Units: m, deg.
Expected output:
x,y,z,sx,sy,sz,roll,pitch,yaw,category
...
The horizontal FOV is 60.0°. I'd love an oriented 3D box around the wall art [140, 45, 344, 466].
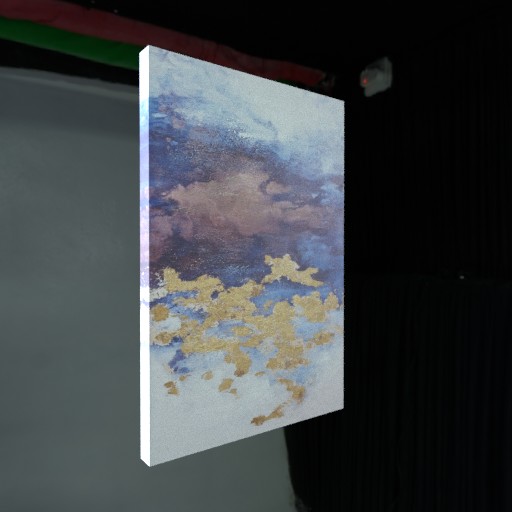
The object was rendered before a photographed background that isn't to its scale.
x,y,z,sx,sy,sz,roll,pitch,yaw,category
0.000,0.000,1.108,0.583,0.874,0.048,0,1,-36,wall art
